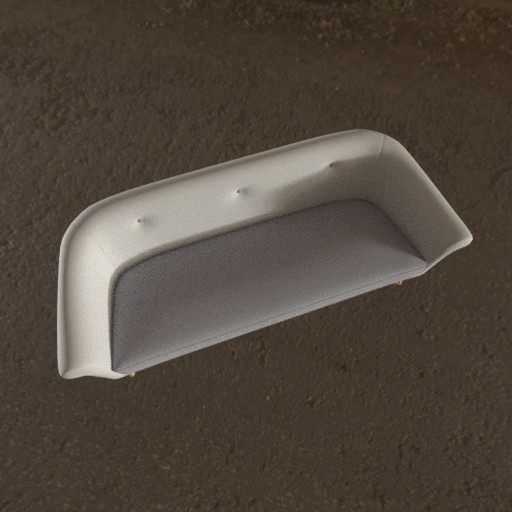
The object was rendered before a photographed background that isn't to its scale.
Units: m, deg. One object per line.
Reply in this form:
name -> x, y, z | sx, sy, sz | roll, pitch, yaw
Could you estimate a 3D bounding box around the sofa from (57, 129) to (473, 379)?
sofa -> 0.000, 0.000, 2.510 | 2.160, 0.795, 0.827 | -17, 65, -9
